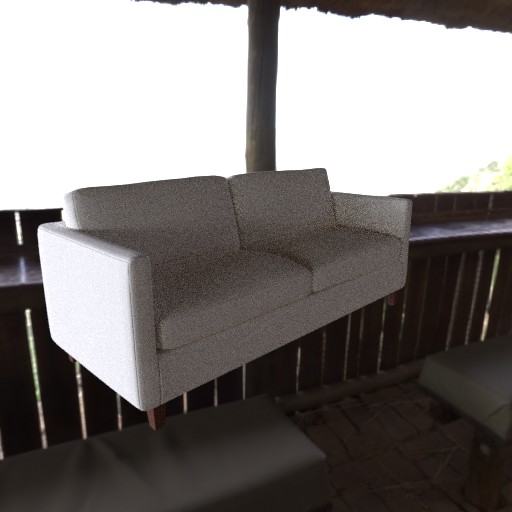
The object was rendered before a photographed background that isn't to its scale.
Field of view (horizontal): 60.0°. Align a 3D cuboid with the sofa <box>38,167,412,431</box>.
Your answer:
[{"bbox_3d":[0.000,0.000,2.622,2.139,0.933,0.924,-15,21,-43],"label":"sofa"}]
